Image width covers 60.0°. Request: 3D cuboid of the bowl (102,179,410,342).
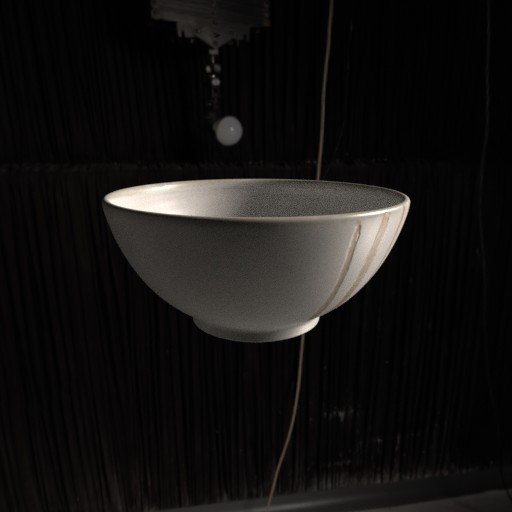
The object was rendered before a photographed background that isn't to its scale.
[{"bbox_3d":[0.000,0.000,0.421,0.268,0.121,0.268,0,15,0],"label":"bowl"}]
